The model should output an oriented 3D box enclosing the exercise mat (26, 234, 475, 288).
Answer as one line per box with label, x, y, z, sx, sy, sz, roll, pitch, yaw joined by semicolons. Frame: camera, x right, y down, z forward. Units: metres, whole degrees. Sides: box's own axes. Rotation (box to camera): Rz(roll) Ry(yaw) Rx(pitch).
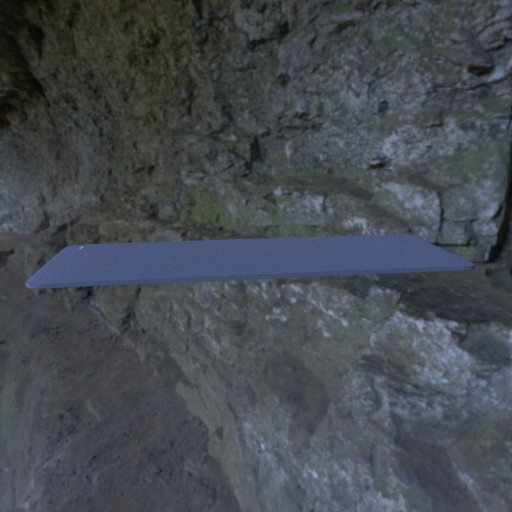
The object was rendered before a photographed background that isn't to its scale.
exercise mat;0.000;0.000;2.096;1.884;0.021;0.616;-2;16;-7
